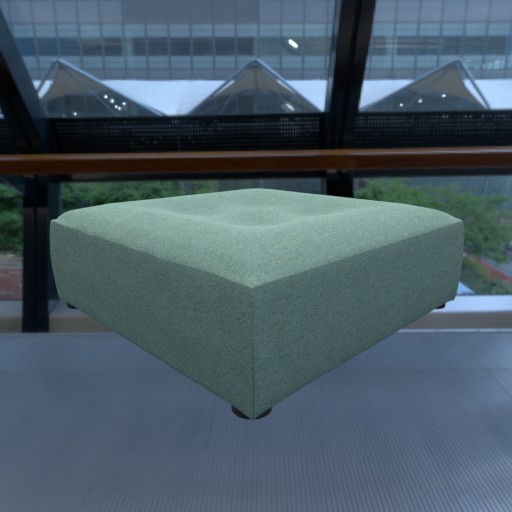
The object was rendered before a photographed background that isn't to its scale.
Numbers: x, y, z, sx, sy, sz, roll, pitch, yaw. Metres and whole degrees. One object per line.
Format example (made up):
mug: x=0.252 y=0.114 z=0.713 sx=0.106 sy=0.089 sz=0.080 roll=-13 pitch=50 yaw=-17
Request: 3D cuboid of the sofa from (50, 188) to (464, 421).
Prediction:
sofa: x=0.000 y=0.000 z=1.412 sx=0.930 sy=0.330 sz=0.930 roll=-14 pitch=20 yaw=-43
